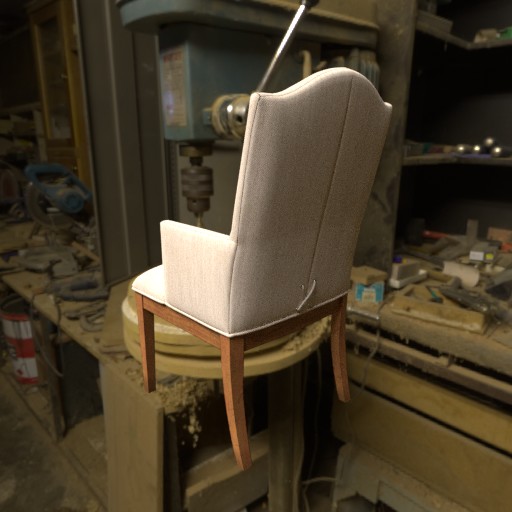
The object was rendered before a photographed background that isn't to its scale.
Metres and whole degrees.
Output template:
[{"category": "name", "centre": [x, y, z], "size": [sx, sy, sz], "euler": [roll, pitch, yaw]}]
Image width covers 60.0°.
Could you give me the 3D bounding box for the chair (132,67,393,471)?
[{"category": "chair", "centre": [0.000, 0.000, 1.359], "size": [0.533, 1.016, 0.641], "euler": [-14, 21, -41]}]
